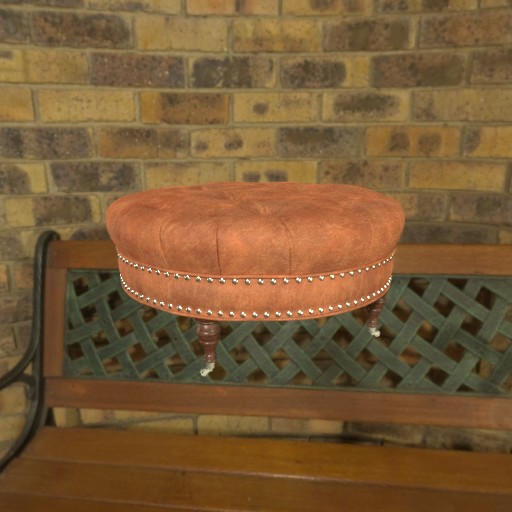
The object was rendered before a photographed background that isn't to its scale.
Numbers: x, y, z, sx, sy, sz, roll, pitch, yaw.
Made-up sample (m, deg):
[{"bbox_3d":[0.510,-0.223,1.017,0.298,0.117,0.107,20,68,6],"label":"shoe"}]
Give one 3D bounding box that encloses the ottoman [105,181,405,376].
[{"bbox_3d":[0.000,0.000,1.433,0.901,0.444,0.901,0,15,0],"label":"ottoman"}]
